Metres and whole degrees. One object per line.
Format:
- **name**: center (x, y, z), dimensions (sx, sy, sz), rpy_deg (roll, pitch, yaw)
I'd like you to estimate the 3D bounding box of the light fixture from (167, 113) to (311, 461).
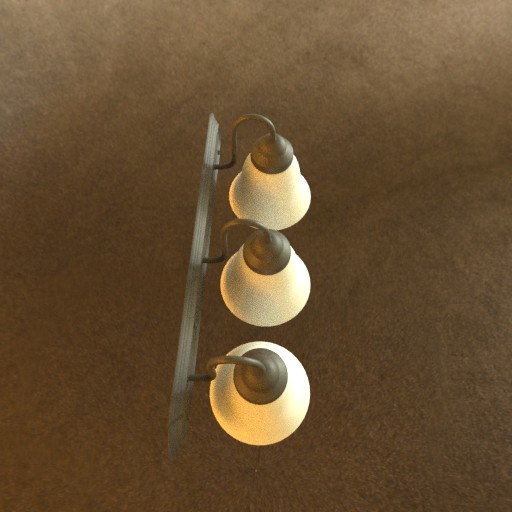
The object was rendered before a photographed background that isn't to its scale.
- **light fixture**: center (0.000, 0.000, 0.713), dimensions (0.199, 0.222, 0.610), rpy_deg (3, 64, 1)
